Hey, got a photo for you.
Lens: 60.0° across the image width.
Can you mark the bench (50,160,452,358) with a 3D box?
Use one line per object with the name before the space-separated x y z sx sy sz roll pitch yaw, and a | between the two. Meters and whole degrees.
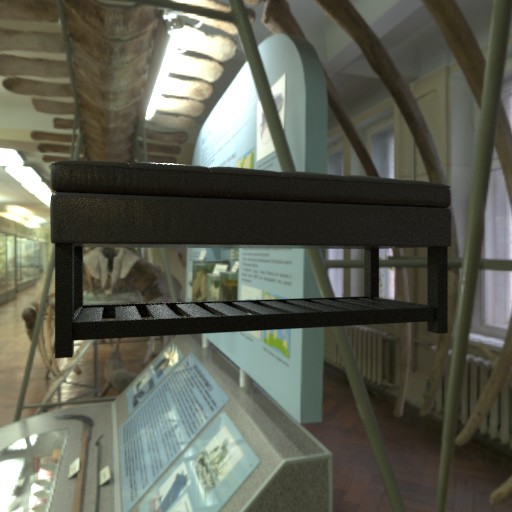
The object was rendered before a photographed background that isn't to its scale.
bench | 0.000 0.000 1.350 1.105 0.460 0.432 0 0 -18
